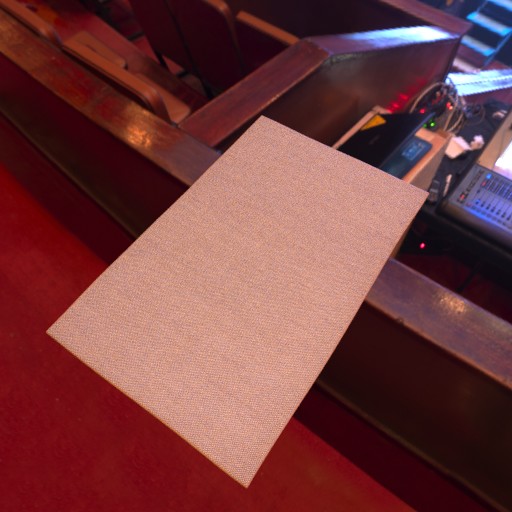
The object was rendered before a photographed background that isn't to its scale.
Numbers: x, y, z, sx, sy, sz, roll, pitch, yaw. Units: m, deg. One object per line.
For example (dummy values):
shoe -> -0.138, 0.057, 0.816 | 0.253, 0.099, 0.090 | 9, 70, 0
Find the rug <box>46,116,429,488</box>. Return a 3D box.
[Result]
rug -> 0.000, 0.000, 2.126 | 1.078, 0.013, 1.678 | 30, 63, 17
